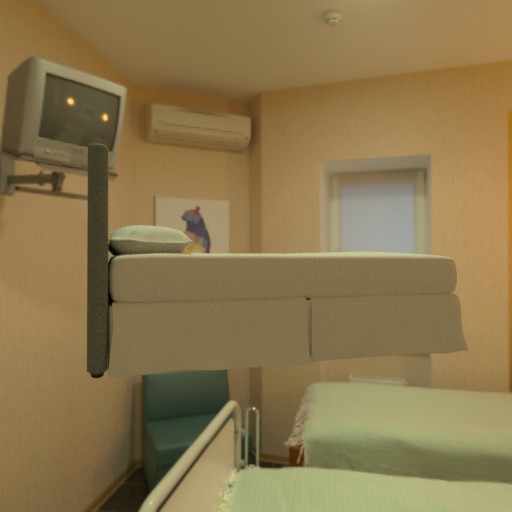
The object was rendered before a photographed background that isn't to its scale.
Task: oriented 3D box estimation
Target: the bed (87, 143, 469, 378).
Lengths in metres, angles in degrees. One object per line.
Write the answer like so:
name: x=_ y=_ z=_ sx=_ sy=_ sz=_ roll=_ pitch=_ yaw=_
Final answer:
bed: x=0.000 y=0.000 z=3.884 sx=2.689 sy=1.457 sz=2.161 roll=0 pitch=-1 yaw=-19
